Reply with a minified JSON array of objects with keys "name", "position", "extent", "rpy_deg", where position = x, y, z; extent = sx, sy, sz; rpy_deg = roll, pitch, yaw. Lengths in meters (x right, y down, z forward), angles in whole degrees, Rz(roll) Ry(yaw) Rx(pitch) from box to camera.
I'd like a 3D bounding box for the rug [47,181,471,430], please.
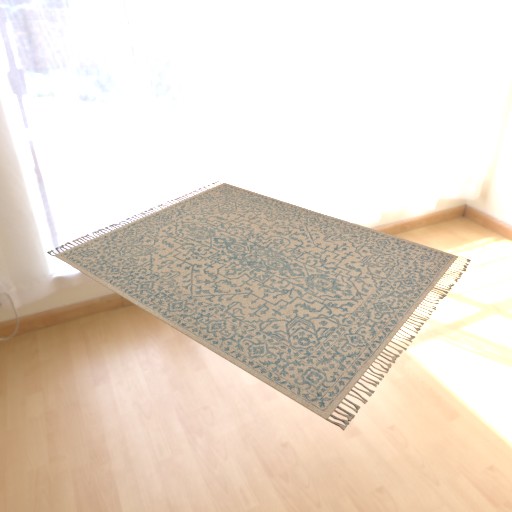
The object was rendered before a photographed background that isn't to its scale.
[{"name":"rug","position":[0.000,0.000,4.277],"extent":[3.327,0.010,2.464],"rpy_deg":[22,38,33]}]
